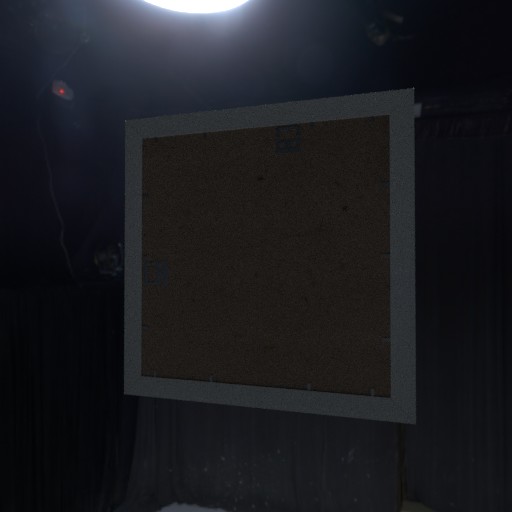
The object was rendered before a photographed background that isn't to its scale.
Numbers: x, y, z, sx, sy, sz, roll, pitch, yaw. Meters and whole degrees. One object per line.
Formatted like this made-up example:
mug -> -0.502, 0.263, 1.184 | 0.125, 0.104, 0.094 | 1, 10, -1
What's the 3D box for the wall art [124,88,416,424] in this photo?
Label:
wall art -> 0.000, 0.000, 0.867 | 0.584, 0.584, 0.013 | 0, -1, 18
